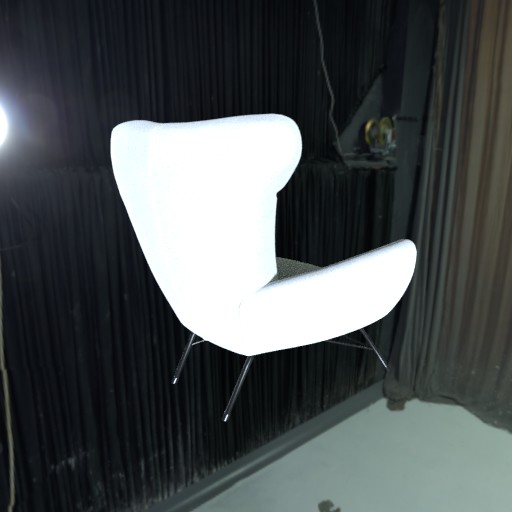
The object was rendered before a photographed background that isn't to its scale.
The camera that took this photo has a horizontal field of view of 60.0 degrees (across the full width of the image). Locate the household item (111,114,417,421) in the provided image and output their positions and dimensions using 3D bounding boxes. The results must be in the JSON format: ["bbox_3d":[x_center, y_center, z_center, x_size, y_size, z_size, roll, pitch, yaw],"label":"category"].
[{"bbox_3d":[0.000,0.000,1.783,0.900,1.050,0.980,-14,21,-42],"label":"household item"}]
